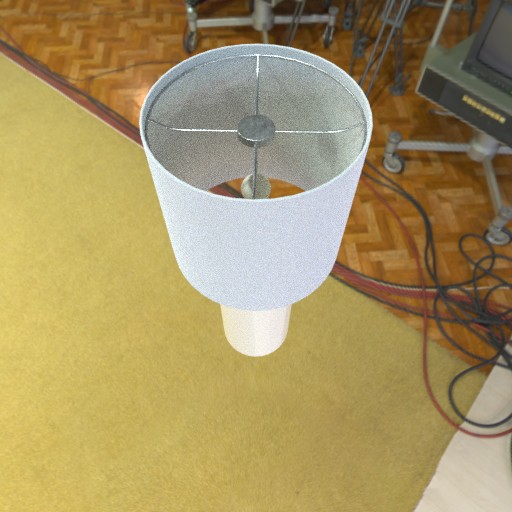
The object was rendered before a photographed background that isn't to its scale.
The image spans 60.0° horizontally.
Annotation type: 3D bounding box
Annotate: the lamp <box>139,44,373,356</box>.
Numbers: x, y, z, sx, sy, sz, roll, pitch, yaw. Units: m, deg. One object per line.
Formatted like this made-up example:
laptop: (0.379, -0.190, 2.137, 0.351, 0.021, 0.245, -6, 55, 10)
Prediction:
lamp: (0.000, 0.000, 0.613, 0.212, 0.493, 0.212, 1, 58, 1)
